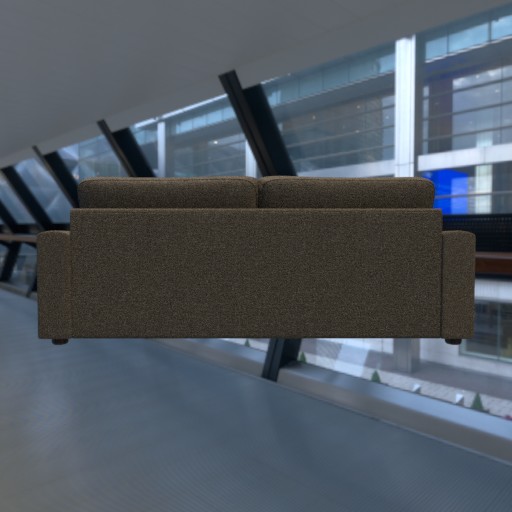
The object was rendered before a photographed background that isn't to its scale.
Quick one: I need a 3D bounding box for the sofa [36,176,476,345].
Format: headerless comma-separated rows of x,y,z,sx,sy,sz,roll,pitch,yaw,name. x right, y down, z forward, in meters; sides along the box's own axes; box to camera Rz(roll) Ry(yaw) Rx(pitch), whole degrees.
0.000,0.000,2.693,2.179,0.873,1.016,0,2,0,sofa
